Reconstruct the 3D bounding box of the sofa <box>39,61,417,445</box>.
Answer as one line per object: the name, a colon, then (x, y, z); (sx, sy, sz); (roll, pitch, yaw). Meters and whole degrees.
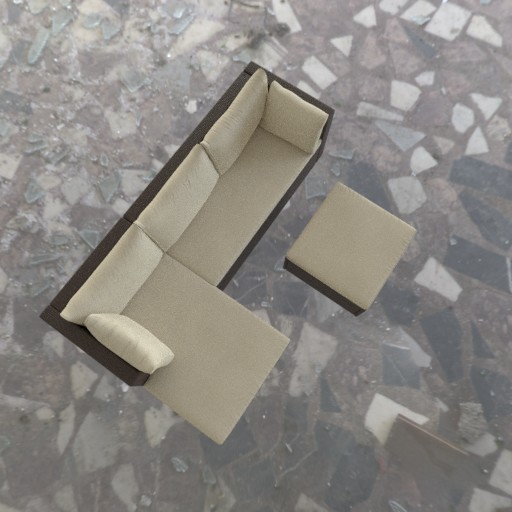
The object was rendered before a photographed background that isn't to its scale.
sofa: (0.000, 0.000, 2.971); (1.612, 0.766, 2.192); (34, 77, 9)
